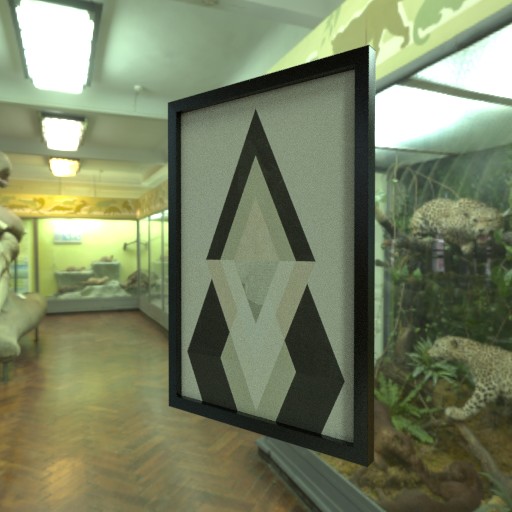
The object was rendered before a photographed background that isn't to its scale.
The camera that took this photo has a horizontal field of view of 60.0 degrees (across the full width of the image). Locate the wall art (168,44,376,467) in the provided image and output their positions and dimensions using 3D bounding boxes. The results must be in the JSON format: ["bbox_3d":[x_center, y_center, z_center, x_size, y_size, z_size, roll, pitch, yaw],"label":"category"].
[{"bbox_3d":[0.000,0.000,0.577,0.314,0.455,0.019,1,1,37],"label":"wall art"}]
